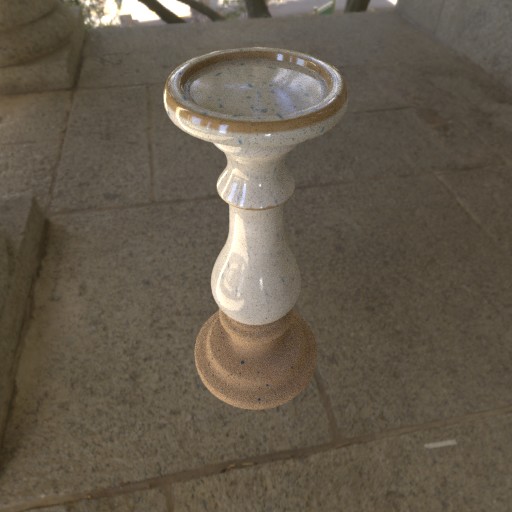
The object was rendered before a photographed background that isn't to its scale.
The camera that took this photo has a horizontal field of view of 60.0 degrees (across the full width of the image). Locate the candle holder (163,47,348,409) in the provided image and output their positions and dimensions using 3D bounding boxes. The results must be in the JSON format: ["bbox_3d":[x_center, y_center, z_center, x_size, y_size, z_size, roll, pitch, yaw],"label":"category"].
[{"bbox_3d":[0.000,0.000,0.252,0.088,0.203,0.088,0,45,0],"label":"candle holder"}]
